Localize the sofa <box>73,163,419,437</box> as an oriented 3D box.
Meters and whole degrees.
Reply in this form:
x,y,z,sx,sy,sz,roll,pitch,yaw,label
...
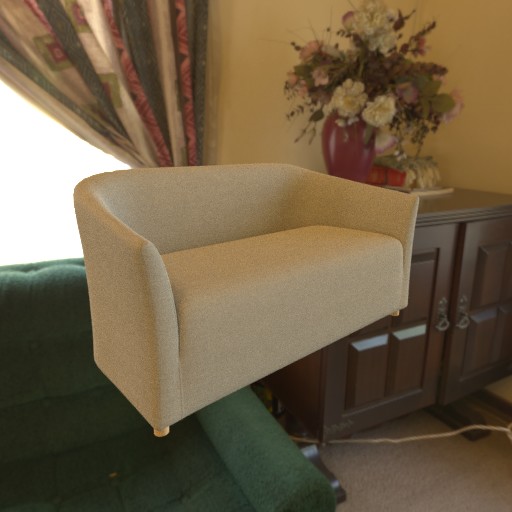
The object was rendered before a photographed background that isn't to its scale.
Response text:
x,y,z,sx,sy,sz,roll,pitch,yaw,label
0.000,0.000,1.856,1.452,0.721,0.705,-13,19,-42,sofa
